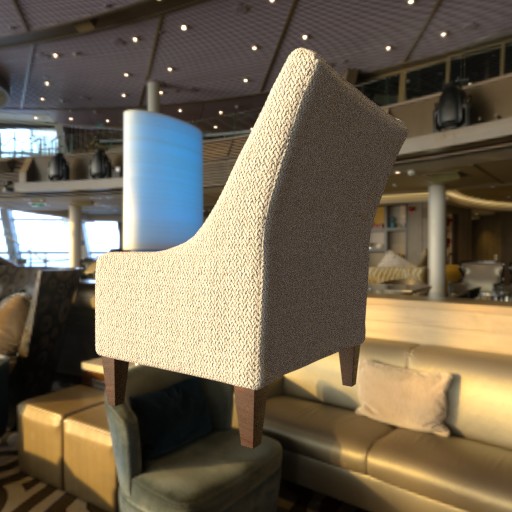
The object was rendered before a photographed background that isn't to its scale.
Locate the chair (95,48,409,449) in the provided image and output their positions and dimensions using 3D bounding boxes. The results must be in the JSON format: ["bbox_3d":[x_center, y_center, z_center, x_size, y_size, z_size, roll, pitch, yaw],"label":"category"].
[{"bbox_3d":[0.000,0.000,1.587,0.870,1.014,0.774,0,0,35],"label":"chair"}]
